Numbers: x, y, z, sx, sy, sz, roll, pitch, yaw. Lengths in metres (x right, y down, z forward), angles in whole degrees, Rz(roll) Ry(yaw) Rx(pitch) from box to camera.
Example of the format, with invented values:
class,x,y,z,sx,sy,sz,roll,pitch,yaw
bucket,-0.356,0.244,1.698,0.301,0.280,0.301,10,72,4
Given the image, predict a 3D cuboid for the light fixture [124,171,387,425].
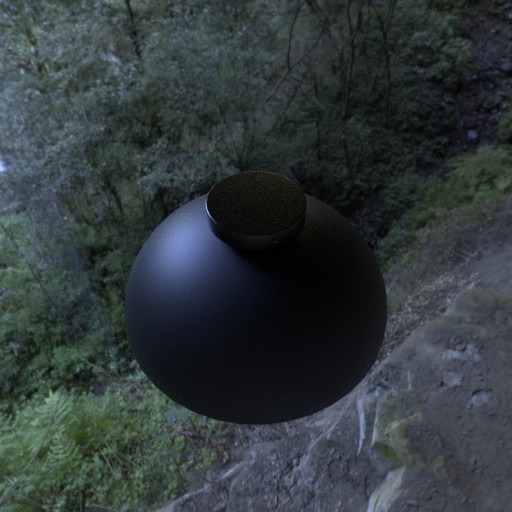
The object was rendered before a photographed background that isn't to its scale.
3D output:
class,x,y,z,sx,sy,sz,roll,pitch,yaw
light fixture,0.000,0.000,0.555,0.355,0.177,0.355,0,46,0
